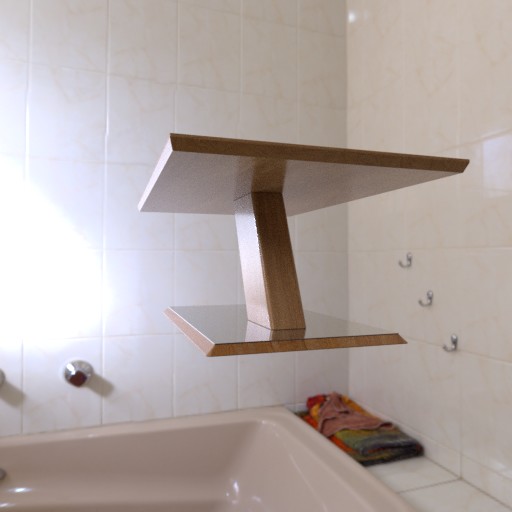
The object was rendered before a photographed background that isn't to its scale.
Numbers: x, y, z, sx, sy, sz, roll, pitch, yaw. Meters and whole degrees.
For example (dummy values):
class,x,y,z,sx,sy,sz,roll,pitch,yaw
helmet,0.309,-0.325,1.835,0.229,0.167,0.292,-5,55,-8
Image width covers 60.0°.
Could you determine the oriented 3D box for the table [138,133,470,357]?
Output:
class,x,y,z,sx,sy,sz,roll,pitch,yaw
table,0.000,0.000,1.446,0.692,0.441,1.100,0,-1,-18
